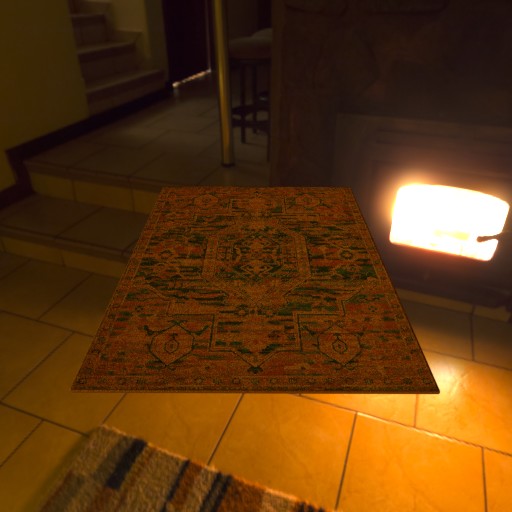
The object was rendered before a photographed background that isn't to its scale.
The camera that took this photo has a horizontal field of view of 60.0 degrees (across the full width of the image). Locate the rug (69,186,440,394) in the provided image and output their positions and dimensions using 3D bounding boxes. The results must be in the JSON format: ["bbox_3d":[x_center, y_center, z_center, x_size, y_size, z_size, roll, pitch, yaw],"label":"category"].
[{"bbox_3d":[0.000,0.000,2.825,1.588,0.024,2.204,0,32,0],"label":"rug"}]
